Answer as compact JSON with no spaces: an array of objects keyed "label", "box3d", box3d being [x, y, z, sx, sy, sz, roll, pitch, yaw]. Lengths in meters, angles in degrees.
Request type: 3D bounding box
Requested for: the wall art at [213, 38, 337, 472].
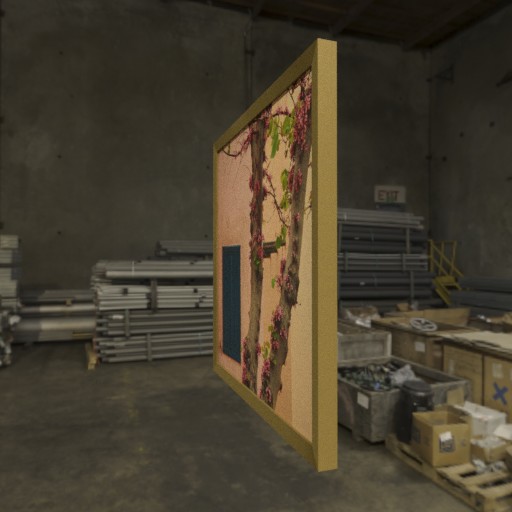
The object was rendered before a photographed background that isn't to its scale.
[{"label":"wall art","box3d":[0.000,0.000,1.144,0.038,0.762,0.762,0,-1,-19]}]
